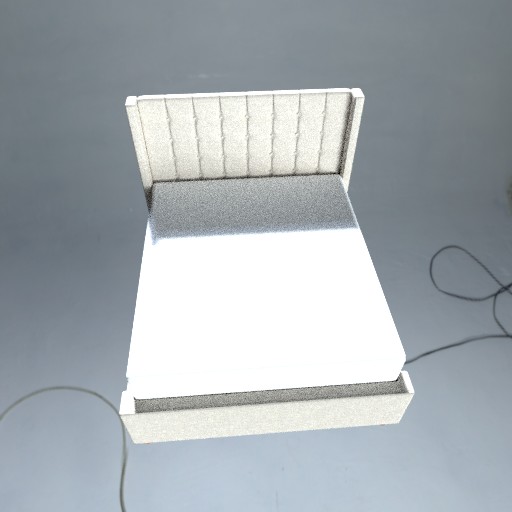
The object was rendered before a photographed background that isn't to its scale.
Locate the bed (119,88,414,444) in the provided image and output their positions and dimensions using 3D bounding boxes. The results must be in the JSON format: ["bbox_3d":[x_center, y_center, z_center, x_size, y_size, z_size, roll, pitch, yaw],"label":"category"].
[{"bbox_3d":[0.000,0.000,3.680,2.045,1.743,2.370,-3,46,-3],"label":"bed"}]
